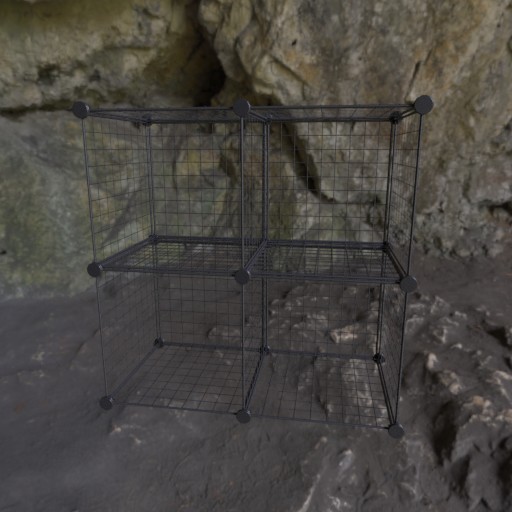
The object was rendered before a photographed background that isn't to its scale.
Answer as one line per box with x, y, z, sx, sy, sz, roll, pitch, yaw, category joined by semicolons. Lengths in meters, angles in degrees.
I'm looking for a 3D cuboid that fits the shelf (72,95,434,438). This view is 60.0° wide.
0.000;0.000;1.110;0.711;0.711;0.356;2;14;9;shelf
